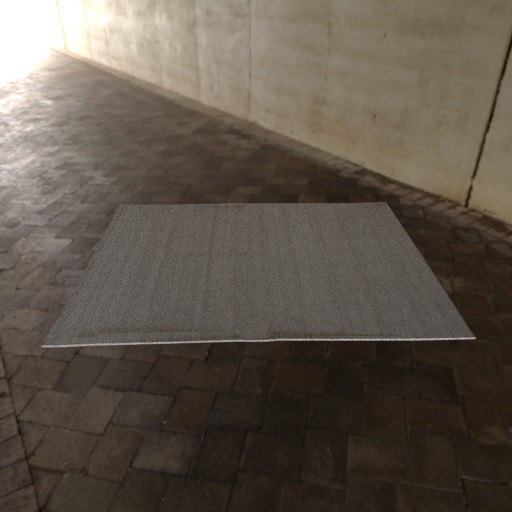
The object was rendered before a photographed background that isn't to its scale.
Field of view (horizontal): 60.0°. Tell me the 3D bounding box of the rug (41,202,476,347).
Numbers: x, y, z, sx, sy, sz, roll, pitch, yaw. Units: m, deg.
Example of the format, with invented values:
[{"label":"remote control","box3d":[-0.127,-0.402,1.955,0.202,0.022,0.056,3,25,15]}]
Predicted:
[{"label":"rug","box3d":[0.000,0.000,5.037,3.778,0.053,2.873,-1,31,-1]}]
